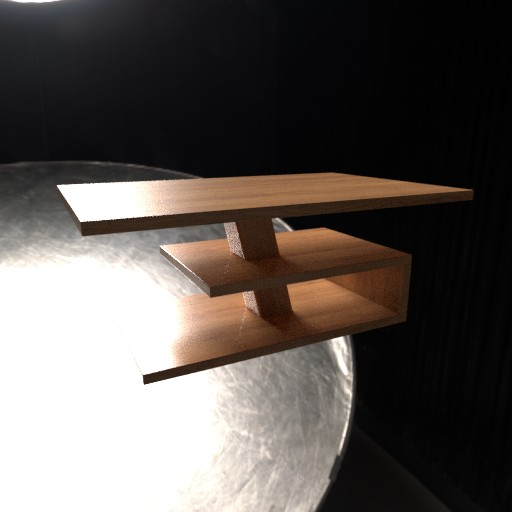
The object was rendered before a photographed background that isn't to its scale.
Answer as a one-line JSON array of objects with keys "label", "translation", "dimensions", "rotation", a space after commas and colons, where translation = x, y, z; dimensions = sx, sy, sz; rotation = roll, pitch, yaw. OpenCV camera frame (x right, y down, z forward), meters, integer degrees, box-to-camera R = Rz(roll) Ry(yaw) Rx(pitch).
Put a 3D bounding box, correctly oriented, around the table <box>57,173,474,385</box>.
[{"label": "table", "translation": [0.000, 0.000, 1.439], "dimensions": [1.100, 0.442, 0.700], "rotation": [-8, 17, -26]}]
